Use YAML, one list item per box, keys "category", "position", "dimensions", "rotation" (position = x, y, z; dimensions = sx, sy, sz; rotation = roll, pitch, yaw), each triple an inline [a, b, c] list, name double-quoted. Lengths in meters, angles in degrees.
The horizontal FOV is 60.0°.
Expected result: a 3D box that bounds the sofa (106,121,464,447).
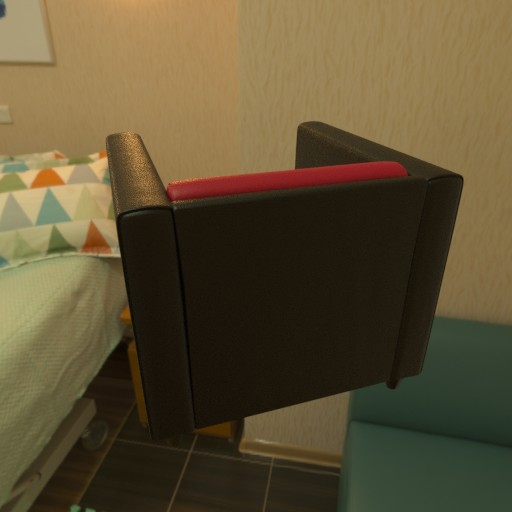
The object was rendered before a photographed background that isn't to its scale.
- category: "sofa"
  position: [0.000, 0.000, 1.461]
  dimensions: [0.839, 0.724, 0.809]
  rotation: [-8, 28, -16]
